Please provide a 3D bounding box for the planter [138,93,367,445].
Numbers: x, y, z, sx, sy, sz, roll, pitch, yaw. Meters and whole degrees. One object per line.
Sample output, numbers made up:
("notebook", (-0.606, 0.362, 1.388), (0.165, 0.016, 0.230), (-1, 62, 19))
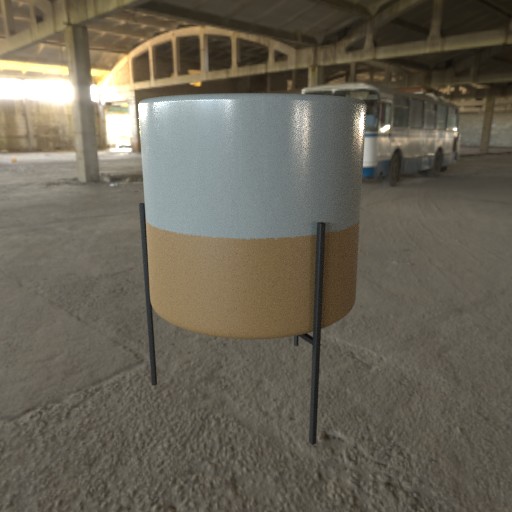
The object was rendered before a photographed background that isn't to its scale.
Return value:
("planter", (0.000, 0.000, 0.657), (0.310, 0.432, 0.310), (-15, 21, -42))
